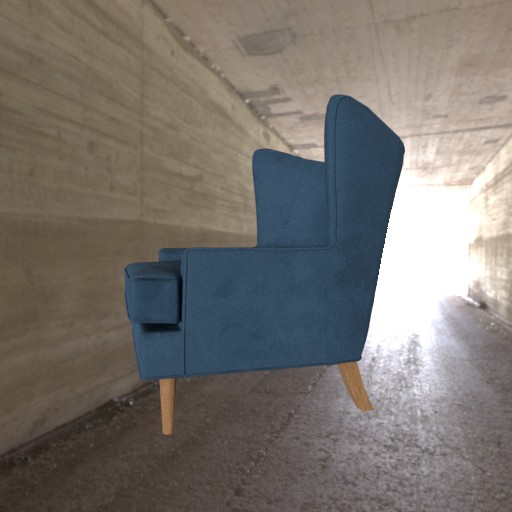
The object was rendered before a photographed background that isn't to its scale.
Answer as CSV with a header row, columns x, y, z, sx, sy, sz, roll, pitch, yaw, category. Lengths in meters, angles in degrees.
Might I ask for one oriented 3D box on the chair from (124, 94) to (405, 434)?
x,y,z,sx,sy,sz,roll,pitch,yaw,category
0.000,0.000,1.608,0.910,0.952,0.793,0,1,-17,chair
